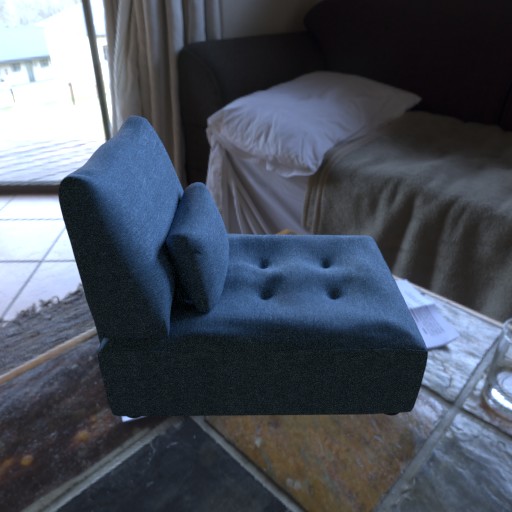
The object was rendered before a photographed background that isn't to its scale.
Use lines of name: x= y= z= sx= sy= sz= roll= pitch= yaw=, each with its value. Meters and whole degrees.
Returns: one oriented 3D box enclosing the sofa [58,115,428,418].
sofa: x=0.000 y=0.000 z=1.518 sx=1.000 sy=0.820 sz=0.700 roll=0 pitch=31 yaw=0
